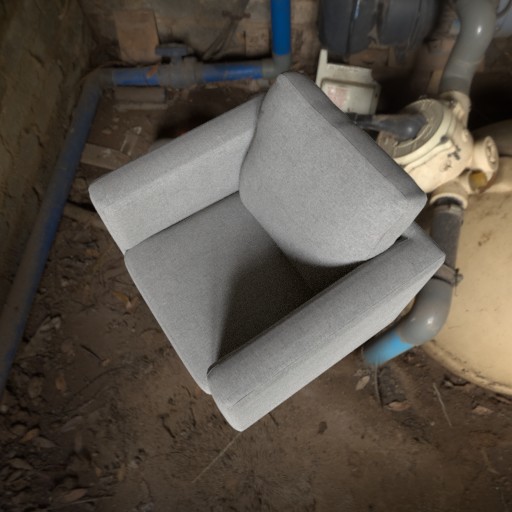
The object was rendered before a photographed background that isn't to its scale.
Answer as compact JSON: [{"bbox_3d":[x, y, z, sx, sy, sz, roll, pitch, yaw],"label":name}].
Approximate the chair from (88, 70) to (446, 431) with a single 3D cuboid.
[{"bbox_3d":[0.000,0.000,1.555,0.800,0.927,0.855,-32,68,-15],"label":"chair"}]
